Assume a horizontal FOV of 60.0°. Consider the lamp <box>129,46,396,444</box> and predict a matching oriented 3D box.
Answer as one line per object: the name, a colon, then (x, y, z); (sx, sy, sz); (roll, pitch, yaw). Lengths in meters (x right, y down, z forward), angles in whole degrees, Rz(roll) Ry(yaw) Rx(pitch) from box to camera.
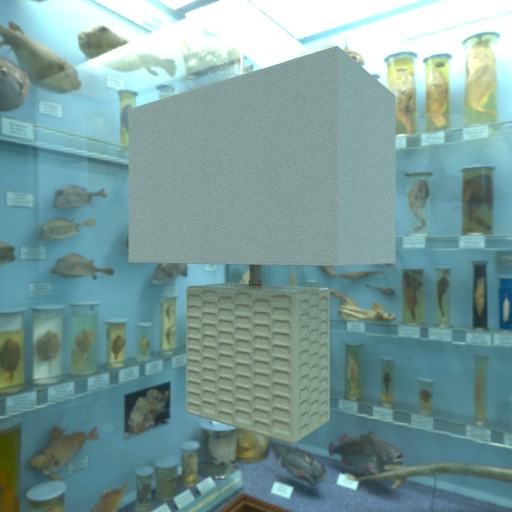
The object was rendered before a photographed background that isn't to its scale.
lamp: (0.000, 0.000, 0.705); (0.380, 0.515, 0.200); (0, 0, 36)
